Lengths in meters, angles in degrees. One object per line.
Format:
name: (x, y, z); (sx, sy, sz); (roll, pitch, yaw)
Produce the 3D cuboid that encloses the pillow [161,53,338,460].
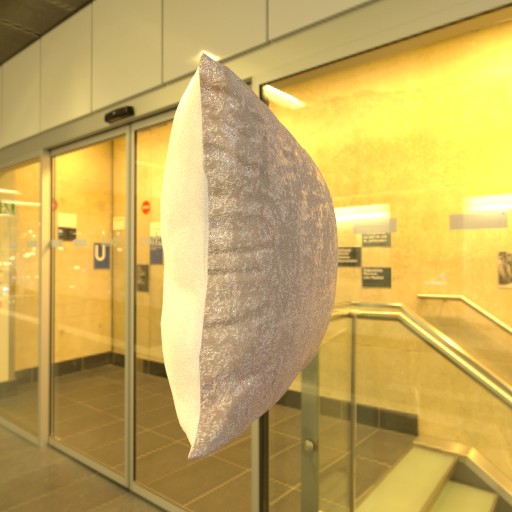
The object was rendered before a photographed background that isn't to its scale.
pillow: (0.000, 0.000, 0.695); (0.245, 0.448, 0.450); (0, -1, 20)
